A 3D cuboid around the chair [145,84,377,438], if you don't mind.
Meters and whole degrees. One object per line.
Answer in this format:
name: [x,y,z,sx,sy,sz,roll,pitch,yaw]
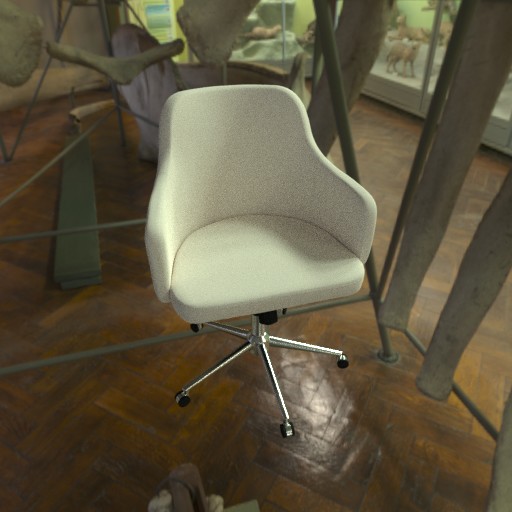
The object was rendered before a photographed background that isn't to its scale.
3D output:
chair: [0.000,0.000,1.276,0.602,0.819,0.647,-9,34,-14]
